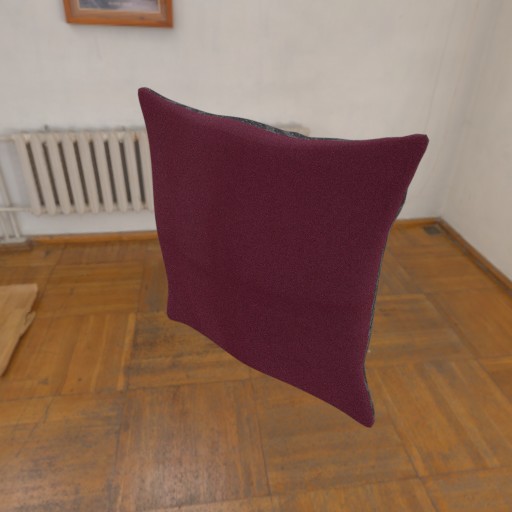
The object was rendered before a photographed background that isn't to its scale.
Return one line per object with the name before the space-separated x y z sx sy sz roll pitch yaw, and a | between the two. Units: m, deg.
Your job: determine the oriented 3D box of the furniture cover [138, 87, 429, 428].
furniture cover | 0.000 0.000 0.780 0.514 0.513 0.163 21 36 32
